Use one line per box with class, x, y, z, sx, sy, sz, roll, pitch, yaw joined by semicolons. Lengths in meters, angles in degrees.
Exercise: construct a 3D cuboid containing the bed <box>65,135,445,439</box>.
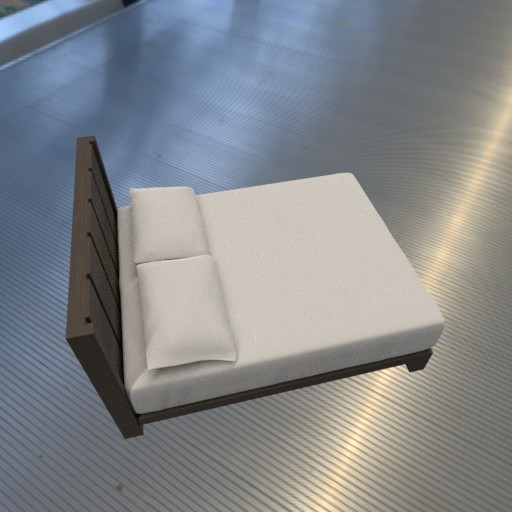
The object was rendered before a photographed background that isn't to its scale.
bed;0.000;0.000;3.276;2.242;1.270;1.727;-10;48;-9
